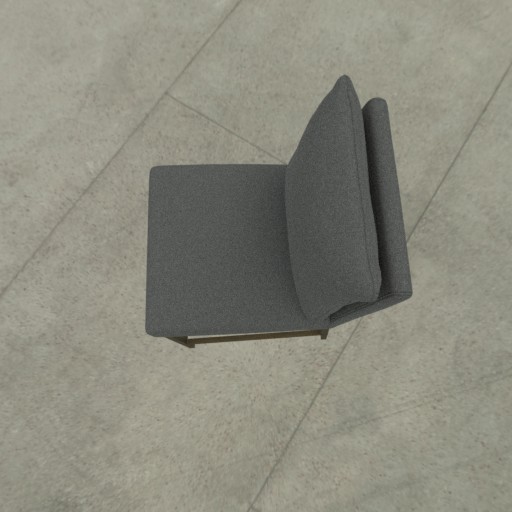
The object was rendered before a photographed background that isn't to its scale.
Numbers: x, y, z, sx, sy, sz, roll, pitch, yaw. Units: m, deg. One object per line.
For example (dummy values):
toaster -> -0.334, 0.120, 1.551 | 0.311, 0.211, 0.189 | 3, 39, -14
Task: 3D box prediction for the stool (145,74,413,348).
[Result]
stool -> 0.000, 0.000, 1.293 | 0.569, 1.030, 0.463 | -2, 75, -1
